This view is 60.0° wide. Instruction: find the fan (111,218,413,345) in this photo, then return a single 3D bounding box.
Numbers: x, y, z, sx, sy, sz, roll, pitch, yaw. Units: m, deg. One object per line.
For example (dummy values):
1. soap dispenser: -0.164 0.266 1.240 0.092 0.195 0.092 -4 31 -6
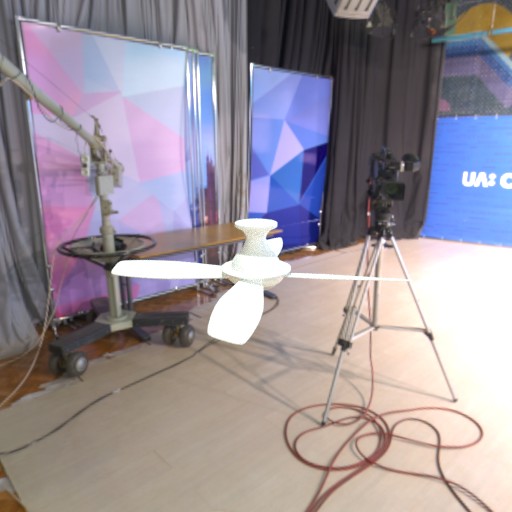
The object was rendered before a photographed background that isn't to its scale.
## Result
1. fan: 0.000 0.000 2.483 1.694 0.382 1.693 2 16 8
